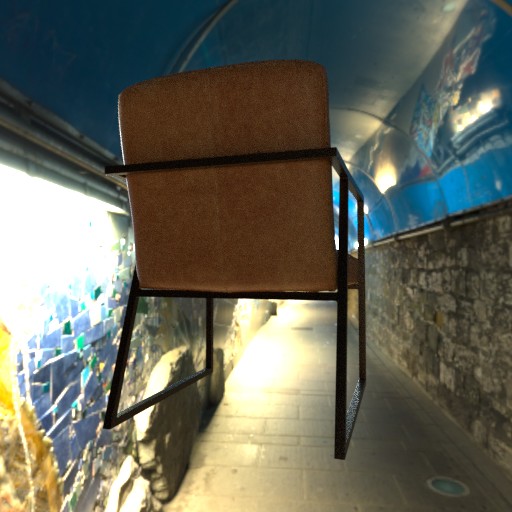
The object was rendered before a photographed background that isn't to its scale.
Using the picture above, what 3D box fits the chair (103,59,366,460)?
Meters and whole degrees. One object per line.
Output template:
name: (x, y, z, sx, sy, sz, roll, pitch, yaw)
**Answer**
chair: (0.000, 0.000, 1.271, 0.571, 0.832, 0.677, -1, -2, 18)
